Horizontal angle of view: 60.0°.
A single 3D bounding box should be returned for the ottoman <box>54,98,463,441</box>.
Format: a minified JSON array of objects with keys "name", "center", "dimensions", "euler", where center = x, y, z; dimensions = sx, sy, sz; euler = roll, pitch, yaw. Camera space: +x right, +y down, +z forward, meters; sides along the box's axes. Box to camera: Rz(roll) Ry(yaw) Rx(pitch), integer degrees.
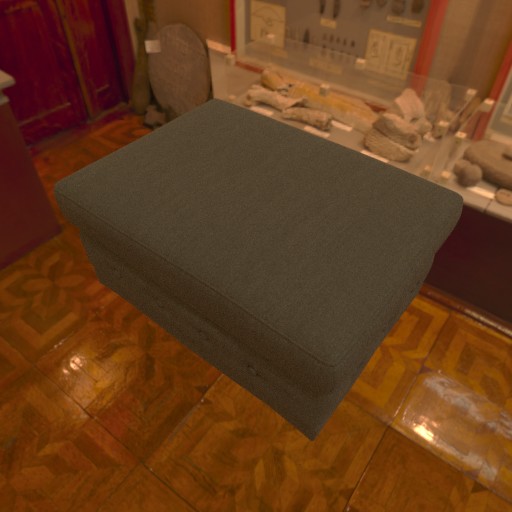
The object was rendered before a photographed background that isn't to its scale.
[{"name":"ottoman","center":[0.000,0.000,1.143],"dimensions":[0.771,0.500,0.569],"euler":[30,53,26]}]
